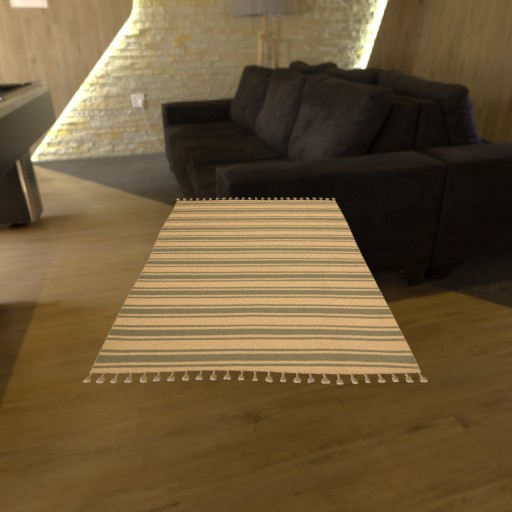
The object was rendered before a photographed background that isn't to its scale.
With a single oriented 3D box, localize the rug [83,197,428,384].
[{"bbox_3d":[0.000,0.000,2.496,1.222,0.009,2.084,0,26,0],"label":"rug"}]
